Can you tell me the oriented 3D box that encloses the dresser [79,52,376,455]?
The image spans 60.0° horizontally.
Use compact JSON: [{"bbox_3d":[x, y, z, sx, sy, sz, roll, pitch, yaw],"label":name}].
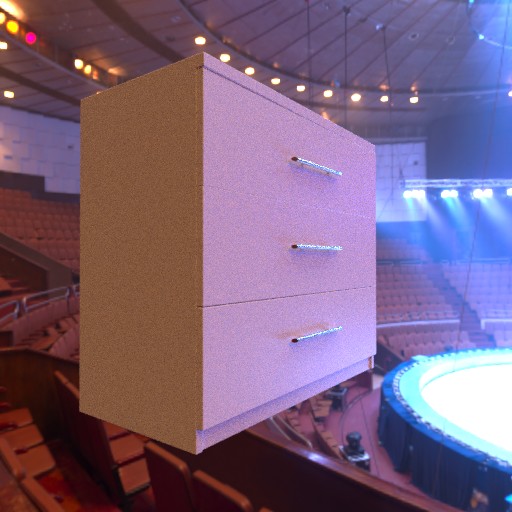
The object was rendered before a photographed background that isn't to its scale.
[{"bbox_3d":[0.000,0.000,1.255,0.420,0.740,0.830,0,-1,37],"label":"dresser"}]
